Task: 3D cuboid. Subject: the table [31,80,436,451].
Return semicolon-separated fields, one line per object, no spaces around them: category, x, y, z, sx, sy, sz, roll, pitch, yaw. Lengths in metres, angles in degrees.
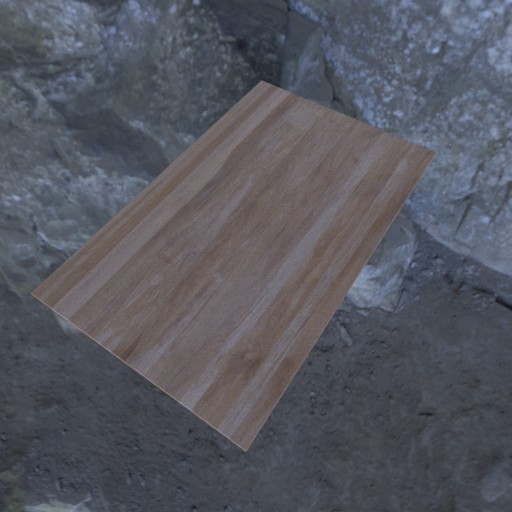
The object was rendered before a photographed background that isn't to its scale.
table;0.000;0.000;1.496;0.692;0.441;1.100;29;61;18
